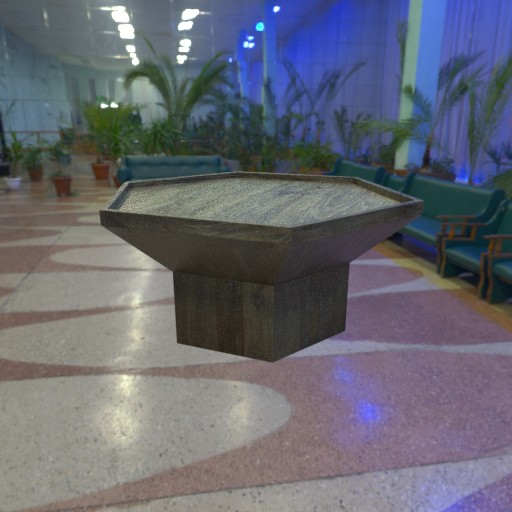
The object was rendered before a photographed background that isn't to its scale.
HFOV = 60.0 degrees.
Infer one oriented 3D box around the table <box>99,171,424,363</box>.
[{"bbox_3d":[0.000,0.000,1.635,0.966,0.488,1.115,-3,18,-8],"label":"table"}]
